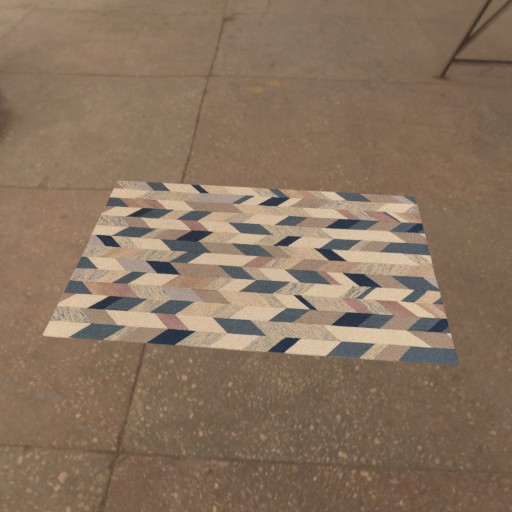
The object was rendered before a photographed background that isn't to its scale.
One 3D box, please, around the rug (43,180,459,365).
[{"bbox_3d":[0.000,0.000,3.079,2.423,0.008,1.513,4,47,3],"label":"rug"}]
